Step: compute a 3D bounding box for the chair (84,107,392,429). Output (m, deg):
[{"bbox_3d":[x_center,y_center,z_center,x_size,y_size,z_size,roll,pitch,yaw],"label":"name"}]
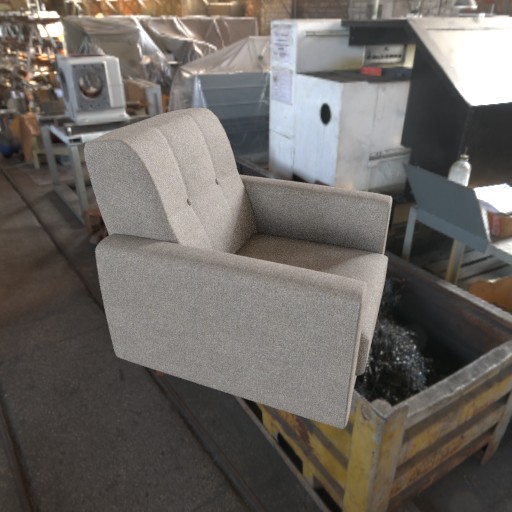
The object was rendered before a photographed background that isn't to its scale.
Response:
[{"bbox_3d":[0.000,0.000,1.688,0.942,0.968,0.845,10,30,18],"label":"chair"}]
